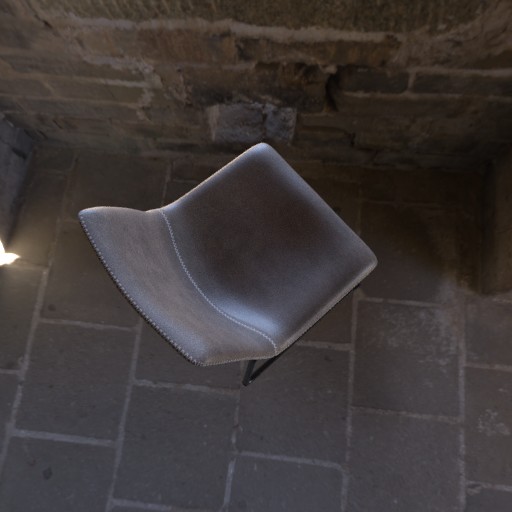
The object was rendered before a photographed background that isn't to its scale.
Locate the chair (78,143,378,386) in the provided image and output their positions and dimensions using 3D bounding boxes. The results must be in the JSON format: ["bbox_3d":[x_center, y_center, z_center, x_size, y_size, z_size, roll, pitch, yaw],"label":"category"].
[{"bbox_3d":[0.000,0.000,1.130,0.550,0.780,0.460,-40,78,-10],"label":"chair"}]
